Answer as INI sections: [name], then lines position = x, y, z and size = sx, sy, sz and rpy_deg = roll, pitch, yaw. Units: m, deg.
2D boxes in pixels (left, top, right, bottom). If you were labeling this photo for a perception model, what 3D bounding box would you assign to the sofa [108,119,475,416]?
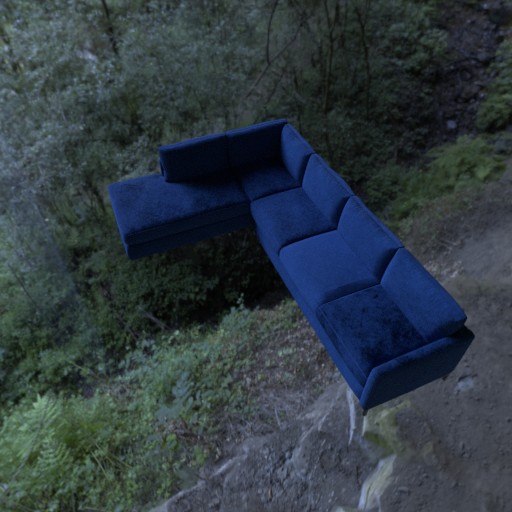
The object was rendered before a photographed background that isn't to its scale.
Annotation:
[sofa]
position = 0.000, 0.000, 3.771
size = 2.007, 0.815, 2.949
rpy_deg = -17, 49, -16
